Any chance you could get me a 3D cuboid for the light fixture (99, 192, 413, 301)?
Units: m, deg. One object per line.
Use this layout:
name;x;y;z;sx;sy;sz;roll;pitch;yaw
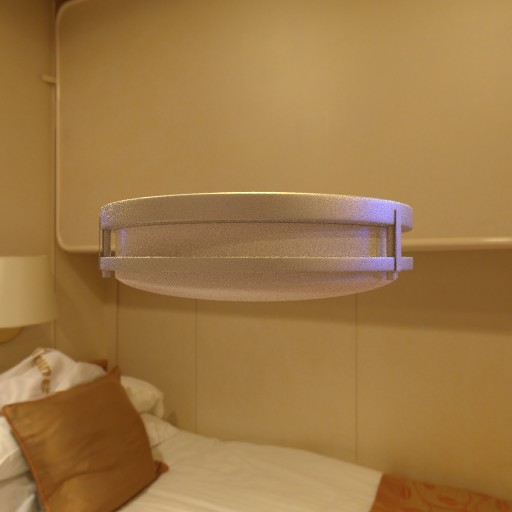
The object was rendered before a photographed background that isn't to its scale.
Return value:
light fixture;0.000;0.000;0.533;0.356;0.102;0.356;0;0;0
